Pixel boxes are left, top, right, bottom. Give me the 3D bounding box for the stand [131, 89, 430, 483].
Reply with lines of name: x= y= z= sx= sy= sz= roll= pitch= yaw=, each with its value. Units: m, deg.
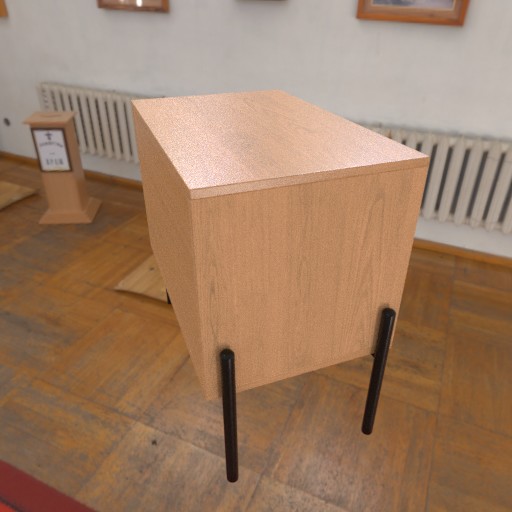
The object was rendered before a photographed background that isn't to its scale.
stand: x=0.000 y=0.000 z=1.006 sx=0.400 sy=0.600 sz=0.630 roll=-11 pitch=32 yaw=-18
